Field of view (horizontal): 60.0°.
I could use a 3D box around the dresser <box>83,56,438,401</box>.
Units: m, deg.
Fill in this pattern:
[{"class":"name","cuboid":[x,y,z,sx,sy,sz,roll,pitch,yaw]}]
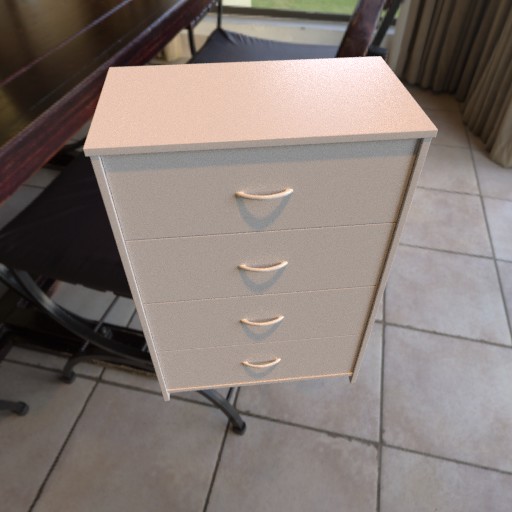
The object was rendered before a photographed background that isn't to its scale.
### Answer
[{"class":"dresser","cuboid":[0.000,0.000,1.364,0.704,1.021,0.401,-4,45,-4]}]
